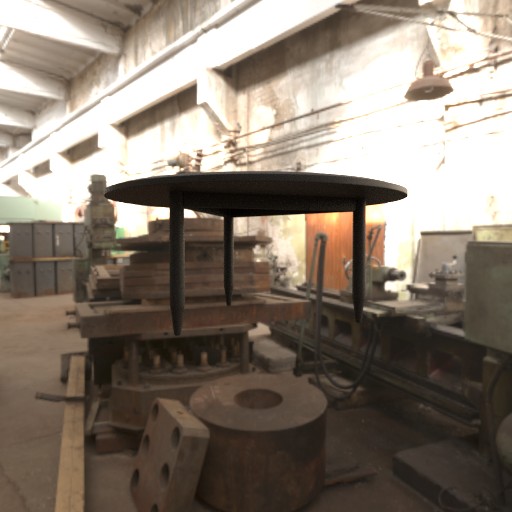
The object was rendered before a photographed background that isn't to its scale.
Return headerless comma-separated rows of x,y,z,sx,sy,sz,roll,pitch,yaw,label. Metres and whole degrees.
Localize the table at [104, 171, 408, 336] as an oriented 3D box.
0.000,0.000,1.393,0.900,0.400,0.900,0,2,0,table
